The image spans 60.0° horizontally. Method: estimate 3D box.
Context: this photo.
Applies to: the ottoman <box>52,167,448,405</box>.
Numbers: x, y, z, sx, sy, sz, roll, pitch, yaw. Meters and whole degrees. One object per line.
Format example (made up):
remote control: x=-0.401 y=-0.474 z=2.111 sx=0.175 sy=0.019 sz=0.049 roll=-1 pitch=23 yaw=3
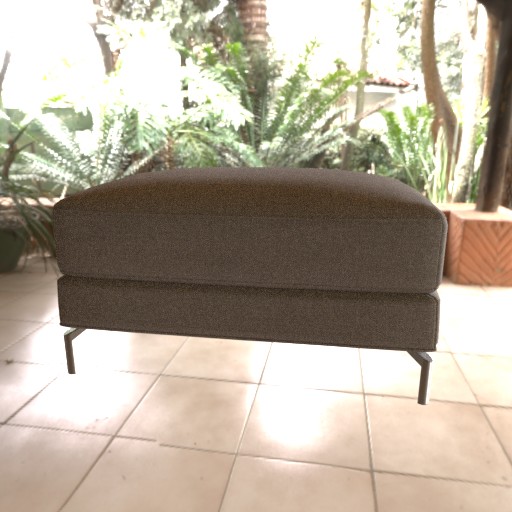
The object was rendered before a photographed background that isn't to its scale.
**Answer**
ottoman: x=0.000 y=0.000 z=1.179 sx=0.838 sy=0.457 sz=0.584 roll=2 pitch=15 yaw=9
